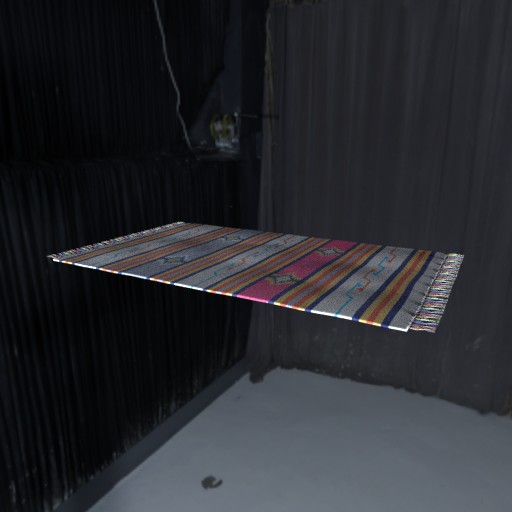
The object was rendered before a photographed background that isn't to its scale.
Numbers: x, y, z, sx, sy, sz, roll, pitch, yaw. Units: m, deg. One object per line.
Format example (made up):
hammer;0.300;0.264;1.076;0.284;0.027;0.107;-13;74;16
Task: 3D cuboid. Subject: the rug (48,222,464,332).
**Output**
rug;0.000;0.000;2.243;1.849;0.013;1.084;8;17;28
